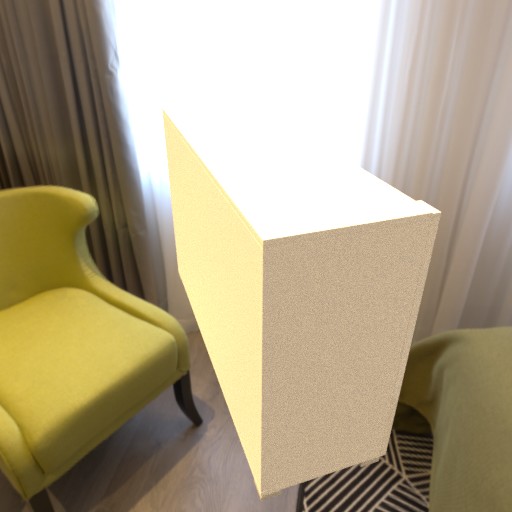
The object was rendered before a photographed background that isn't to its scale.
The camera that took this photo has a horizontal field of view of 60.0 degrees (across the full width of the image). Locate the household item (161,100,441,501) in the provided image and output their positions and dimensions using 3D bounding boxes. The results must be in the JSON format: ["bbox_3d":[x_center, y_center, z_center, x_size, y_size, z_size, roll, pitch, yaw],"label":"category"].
[{"bbox_3d":[0.000,0.000,1.670,0.420,0.867,1.300,-10,32,-16],"label":"household item"}]
